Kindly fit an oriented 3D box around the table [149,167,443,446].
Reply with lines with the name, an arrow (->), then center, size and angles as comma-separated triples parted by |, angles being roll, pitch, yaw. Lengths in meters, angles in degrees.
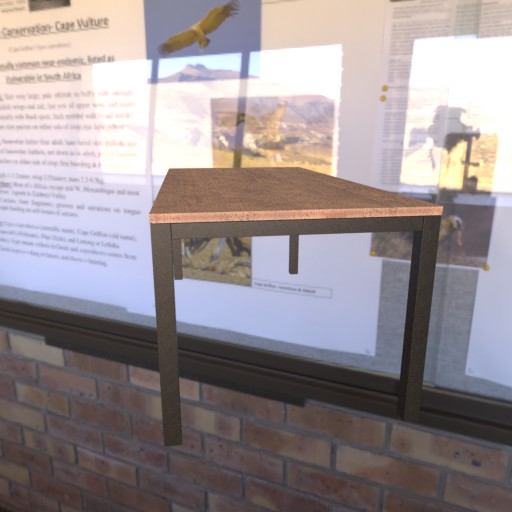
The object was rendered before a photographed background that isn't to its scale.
table -> 0.000, 0.000, 2.270 | 0.893, 0.767, 1.805 | -2, 15, -9
